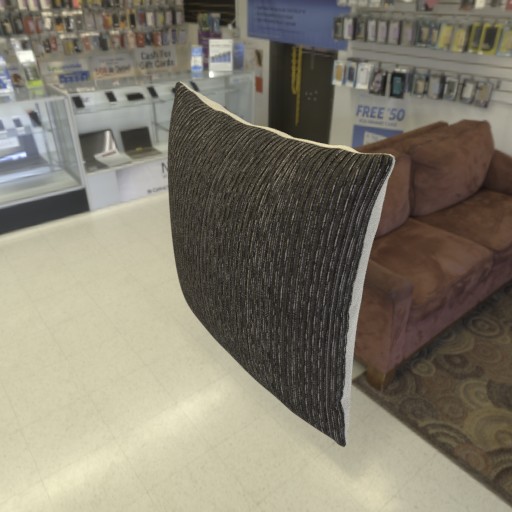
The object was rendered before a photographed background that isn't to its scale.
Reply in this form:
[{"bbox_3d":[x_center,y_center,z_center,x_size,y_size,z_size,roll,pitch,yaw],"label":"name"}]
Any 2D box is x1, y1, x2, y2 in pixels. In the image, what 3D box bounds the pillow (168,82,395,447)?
[{"bbox_3d":[0.000,0.000,0.668,0.196,0.434,0.433,-21,38,-30],"label":"pillow"}]
